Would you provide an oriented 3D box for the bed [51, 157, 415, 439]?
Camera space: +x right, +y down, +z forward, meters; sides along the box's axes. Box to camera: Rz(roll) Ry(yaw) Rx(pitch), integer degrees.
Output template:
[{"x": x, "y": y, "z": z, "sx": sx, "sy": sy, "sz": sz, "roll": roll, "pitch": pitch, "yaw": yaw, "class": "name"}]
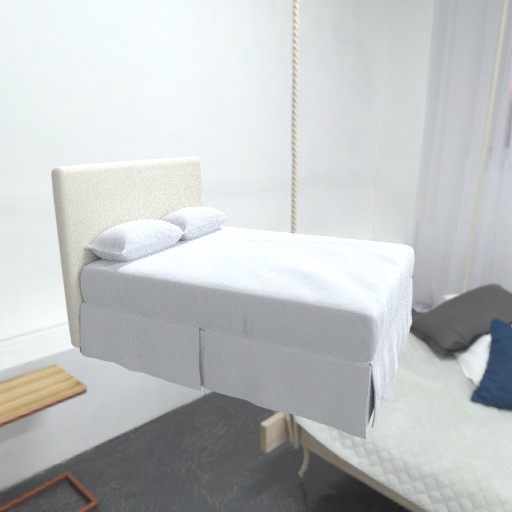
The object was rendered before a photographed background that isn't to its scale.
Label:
[{"x": 0.000, "y": 0.000, "z": 3.248, "sx": 2.142, "sy": 1.330, "sz": 1.713, "roll": 7, "pitch": 17, "yaw": 25, "class": "bed"}]
